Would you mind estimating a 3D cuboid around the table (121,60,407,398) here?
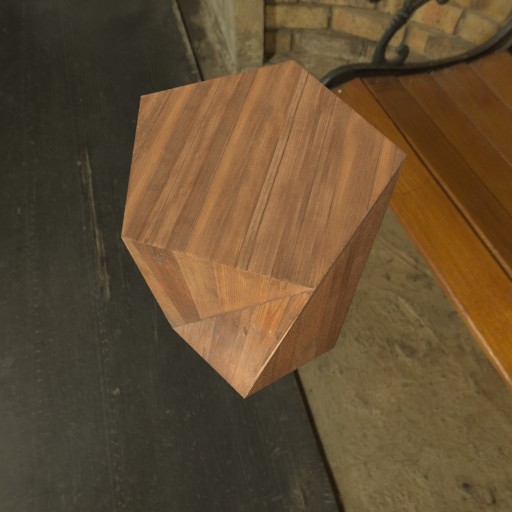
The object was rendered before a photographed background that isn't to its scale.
[{"bbox_3d":[0.000,0.000,0.907,0.441,0.604,0.425,33,67,16],"label":"table"}]
